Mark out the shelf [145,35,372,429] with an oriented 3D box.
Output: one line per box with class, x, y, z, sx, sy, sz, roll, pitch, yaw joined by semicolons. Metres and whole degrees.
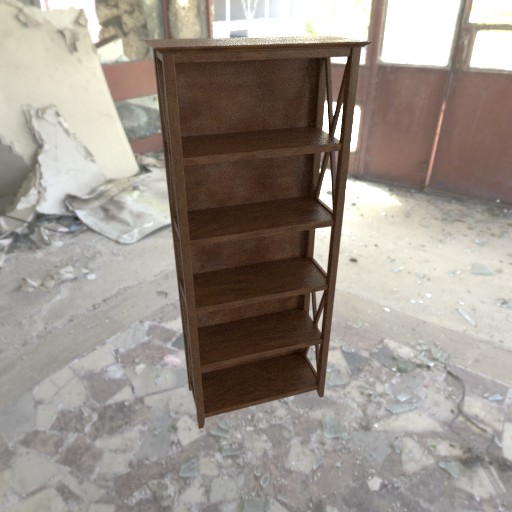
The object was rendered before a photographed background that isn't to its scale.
shelf;0.000;0.000;2.173;0.805;1.905;0.335;-9;31;-15
